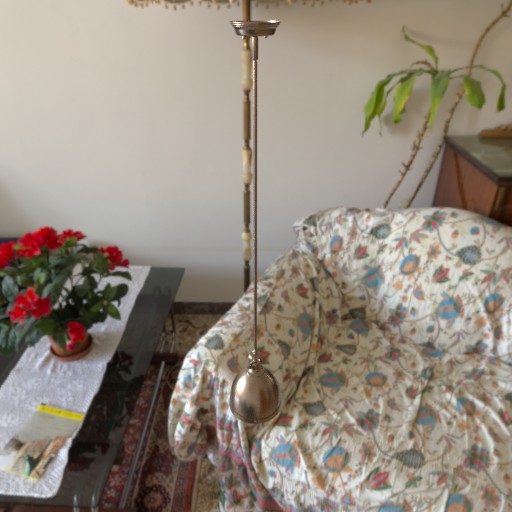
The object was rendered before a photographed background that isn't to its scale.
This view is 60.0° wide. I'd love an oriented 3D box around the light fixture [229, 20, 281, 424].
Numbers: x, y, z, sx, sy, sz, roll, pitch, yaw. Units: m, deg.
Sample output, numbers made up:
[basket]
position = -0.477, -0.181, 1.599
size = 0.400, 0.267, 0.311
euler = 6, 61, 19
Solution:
[light fixture]
position = 0.000, 0.000, 1.462
size = 0.217, 1.367, 0.211
euler = -19, 35, -30
